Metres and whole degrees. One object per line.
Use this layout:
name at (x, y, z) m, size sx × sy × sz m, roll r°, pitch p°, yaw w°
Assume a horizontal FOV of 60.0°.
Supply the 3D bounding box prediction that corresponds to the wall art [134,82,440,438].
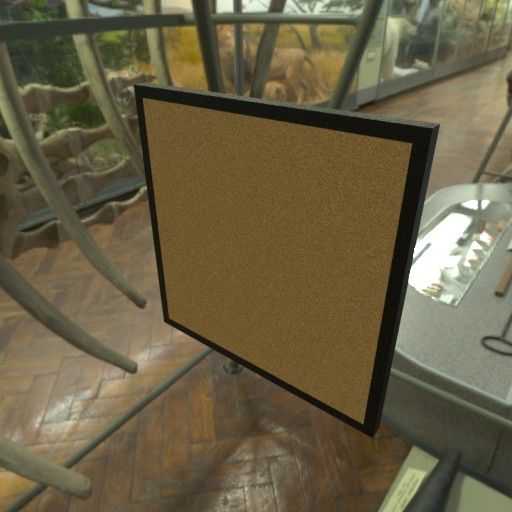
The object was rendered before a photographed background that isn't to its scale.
wall art at (0.000, 0.000, 1.130) m, size 0.762 × 0.762 × 0.038 m, roll 21°, pitch 36°, yaw 32°
